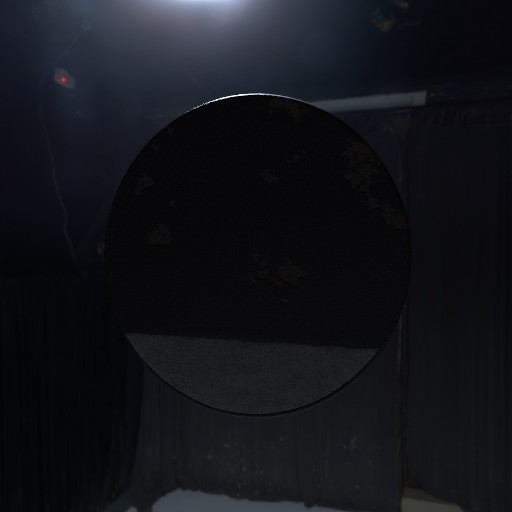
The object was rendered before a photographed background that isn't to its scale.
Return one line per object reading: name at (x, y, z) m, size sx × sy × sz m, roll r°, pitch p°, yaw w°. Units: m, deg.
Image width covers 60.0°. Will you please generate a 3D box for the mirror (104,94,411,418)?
mirror at (0.000, 0.000, 0.587) m, size 0.386 × 0.386 × 0.126 m, roll 0°, pitch 0°, yaw 18°
